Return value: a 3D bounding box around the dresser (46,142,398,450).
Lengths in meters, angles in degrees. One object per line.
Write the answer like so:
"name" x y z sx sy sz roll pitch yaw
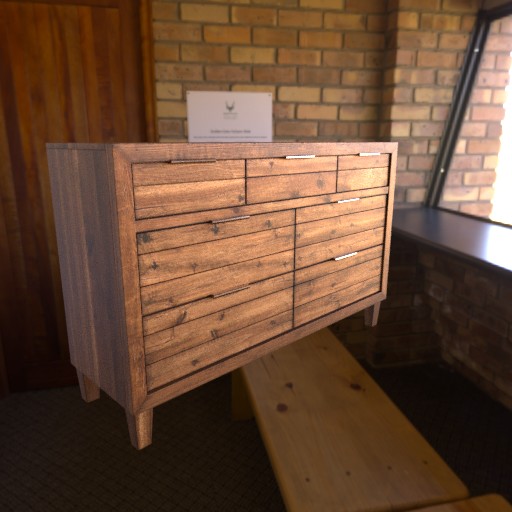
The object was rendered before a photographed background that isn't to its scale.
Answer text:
"dresser" 0.000 0.000 1.796 1.387 0.892 0.438 -14 20 -43
